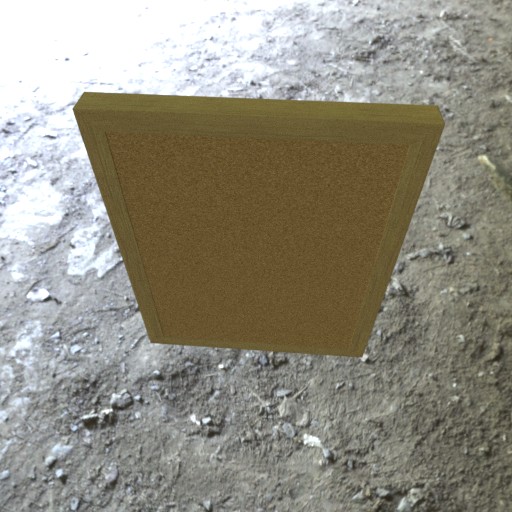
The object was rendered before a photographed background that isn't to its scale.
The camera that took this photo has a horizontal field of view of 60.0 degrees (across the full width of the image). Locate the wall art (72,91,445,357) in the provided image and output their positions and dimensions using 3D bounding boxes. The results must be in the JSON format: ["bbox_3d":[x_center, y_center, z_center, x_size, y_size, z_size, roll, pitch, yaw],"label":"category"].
[{"bbox_3d":[0.000,0.000,0.520,0.312,0.380,0.030,3,48,3],"label":"wall art"}]
